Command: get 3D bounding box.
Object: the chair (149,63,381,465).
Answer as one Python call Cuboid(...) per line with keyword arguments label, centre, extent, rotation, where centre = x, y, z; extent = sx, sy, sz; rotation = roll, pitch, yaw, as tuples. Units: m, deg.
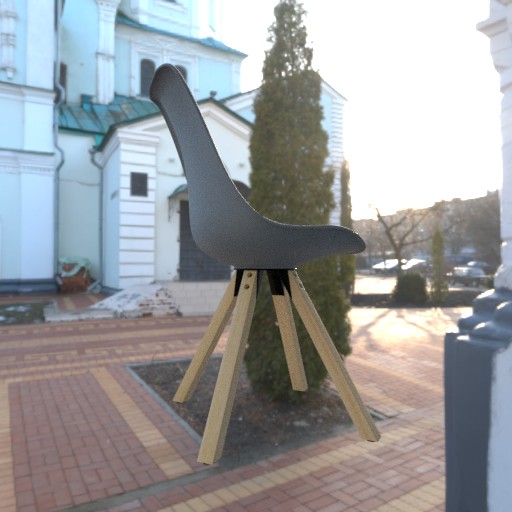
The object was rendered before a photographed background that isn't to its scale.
Cuboid(label="chair", centre=(0.000, 0.000, 1.162), extent=(0.549, 0.850, 0.485), rotation=(0, -1, -17))
